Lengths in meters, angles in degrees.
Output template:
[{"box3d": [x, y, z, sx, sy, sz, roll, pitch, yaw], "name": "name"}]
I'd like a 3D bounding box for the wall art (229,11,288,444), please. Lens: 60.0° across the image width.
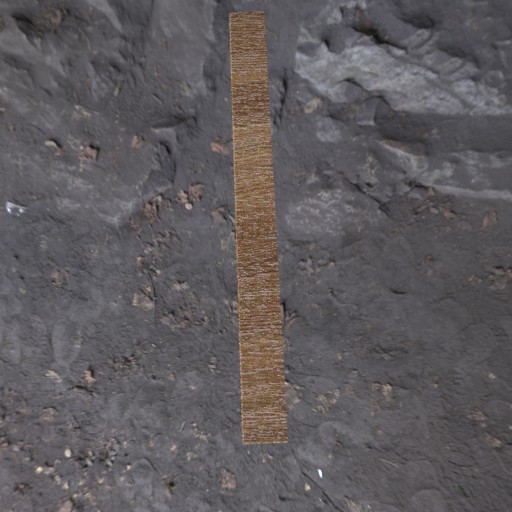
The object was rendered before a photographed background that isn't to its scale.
[{"box3d": [0.000, 0.000, 0.590, 0.039, 0.403, 0.406, -2, 76, -1], "name": "wall art"}]
